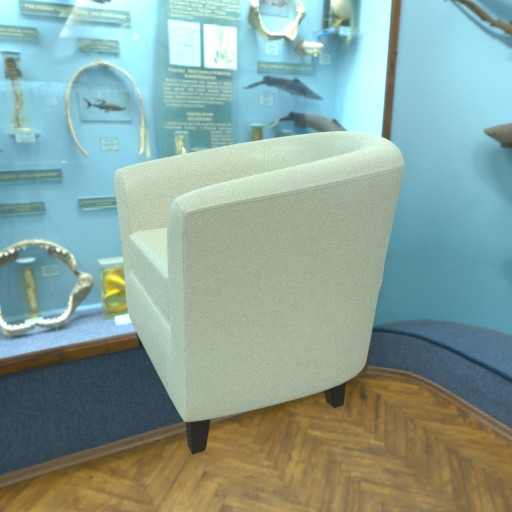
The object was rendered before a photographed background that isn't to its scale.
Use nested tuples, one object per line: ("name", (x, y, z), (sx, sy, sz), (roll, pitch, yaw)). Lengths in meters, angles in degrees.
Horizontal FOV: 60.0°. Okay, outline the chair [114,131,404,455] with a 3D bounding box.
("chair", (0.000, 0.000, 1.397), (0.727, 0.756, 0.792), (-8, 18, -25))
